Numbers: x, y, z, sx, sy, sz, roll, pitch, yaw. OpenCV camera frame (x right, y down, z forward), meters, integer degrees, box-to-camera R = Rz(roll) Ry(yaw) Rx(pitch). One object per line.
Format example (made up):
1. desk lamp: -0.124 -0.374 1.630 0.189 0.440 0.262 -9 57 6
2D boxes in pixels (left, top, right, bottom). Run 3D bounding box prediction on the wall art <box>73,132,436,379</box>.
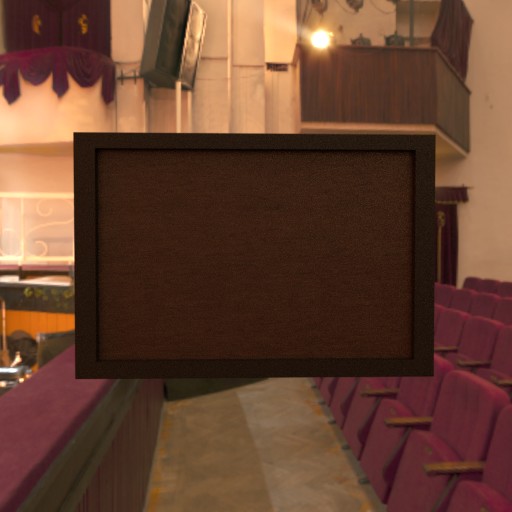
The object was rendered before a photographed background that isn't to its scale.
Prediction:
1. wall art: 0.000 0.000 0.849 0.671 0.456 0.051 0 1 -1
